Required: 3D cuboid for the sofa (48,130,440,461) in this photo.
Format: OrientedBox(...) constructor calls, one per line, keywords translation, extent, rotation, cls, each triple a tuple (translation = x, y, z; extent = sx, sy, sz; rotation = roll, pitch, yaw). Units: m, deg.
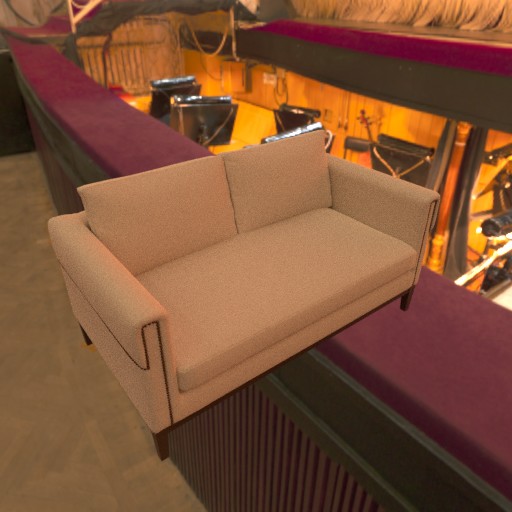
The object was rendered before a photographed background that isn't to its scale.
OrientedBox(translation=(0.000, 0.000, 2.121), extent=(1.598, 0.873, 0.905), rotation=(-22, 37, -31), cls="sofa")
